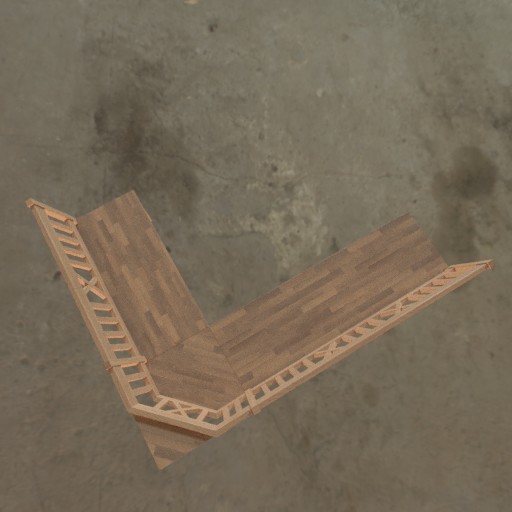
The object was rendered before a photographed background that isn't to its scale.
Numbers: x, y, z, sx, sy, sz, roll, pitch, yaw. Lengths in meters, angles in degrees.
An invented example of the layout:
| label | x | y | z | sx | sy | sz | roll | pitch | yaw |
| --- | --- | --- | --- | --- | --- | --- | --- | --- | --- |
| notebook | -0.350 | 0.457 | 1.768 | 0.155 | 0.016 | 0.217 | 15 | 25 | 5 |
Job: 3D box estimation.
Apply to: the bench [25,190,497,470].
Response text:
| label | x | y | z | sx | sy | sz | roll | pitch | yaw |
| --- | --- | --- | --- | --- | --- | --- | --- | --- | --- |
| bench | 0.000 | 0.000 | 2.730 | 1.937 | 0.902 | 1.537 | -29 | 76 | -8 |
